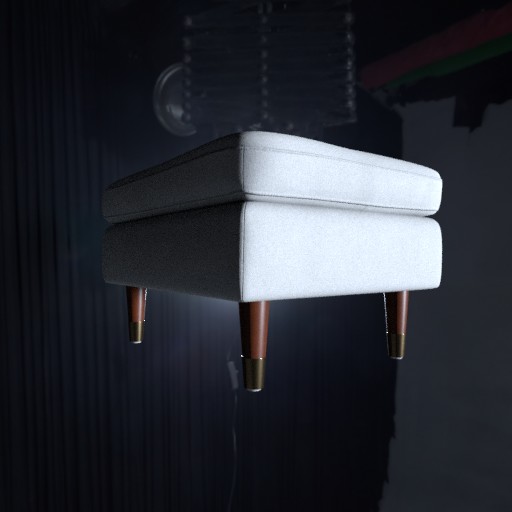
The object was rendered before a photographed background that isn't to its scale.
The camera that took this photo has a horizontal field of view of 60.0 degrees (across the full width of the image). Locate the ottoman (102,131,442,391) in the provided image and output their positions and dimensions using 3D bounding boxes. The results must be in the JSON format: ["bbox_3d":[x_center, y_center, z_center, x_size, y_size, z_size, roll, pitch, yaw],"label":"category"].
[{"bbox_3d":[0.000,0.000,1.124,0.593,0.478,0.747,0,0,-37],"label":"ottoman"}]
